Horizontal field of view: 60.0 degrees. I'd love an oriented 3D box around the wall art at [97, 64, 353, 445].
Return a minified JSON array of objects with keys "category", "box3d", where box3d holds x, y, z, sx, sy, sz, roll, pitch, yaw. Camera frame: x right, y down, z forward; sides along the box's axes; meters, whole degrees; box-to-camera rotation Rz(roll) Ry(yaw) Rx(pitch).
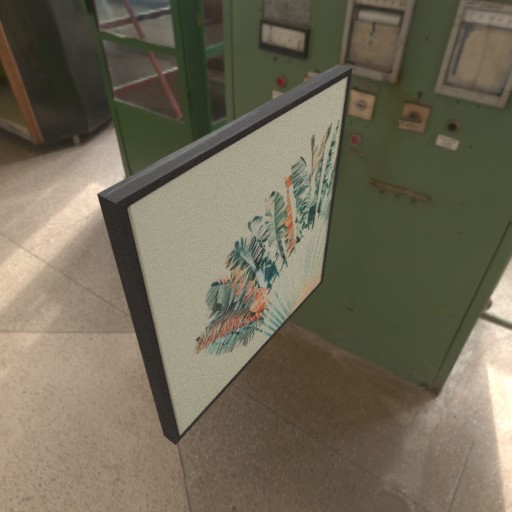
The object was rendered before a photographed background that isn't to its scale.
[{"category":"wall art","box3d":[0.000,0.000,1.153,0.043,0.758,0.762,26,47,27]}]
